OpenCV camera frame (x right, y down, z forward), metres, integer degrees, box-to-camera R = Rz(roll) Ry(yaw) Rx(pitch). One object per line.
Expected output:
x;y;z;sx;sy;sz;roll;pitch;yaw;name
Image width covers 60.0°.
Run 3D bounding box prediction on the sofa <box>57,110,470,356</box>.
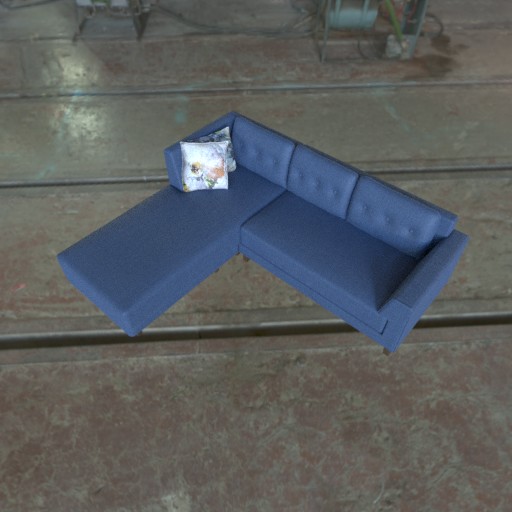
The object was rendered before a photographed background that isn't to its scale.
0.000;0.000;3.047;2.120;0.787;1.829;33;56;26;sofa
